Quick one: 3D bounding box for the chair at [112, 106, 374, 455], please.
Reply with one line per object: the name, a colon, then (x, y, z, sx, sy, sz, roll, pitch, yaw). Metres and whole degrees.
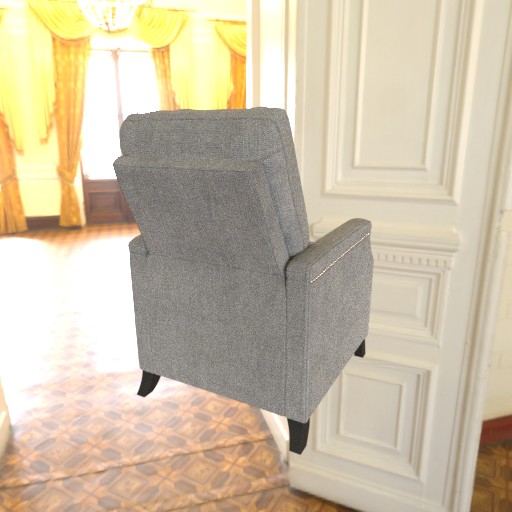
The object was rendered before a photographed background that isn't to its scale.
chair: (0.000, 0.000, 1.694, 0.710, 1.049, 0.922, 9, 18, 28)
